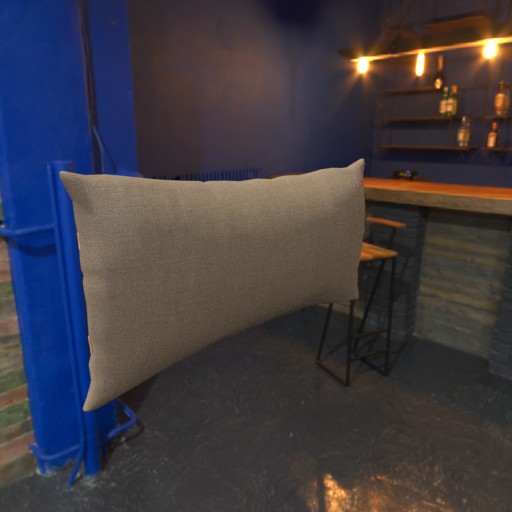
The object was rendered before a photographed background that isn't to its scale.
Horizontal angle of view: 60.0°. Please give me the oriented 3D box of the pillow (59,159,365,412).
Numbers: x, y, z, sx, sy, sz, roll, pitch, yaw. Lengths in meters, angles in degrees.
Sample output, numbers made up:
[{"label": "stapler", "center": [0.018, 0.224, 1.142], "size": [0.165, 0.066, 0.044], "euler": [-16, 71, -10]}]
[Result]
[{"label": "pillow", "center": [0.000, 0.000, 0.735], "size": [0.612, 0.308, 0.148], "euler": [-14, 20, -41]}]
